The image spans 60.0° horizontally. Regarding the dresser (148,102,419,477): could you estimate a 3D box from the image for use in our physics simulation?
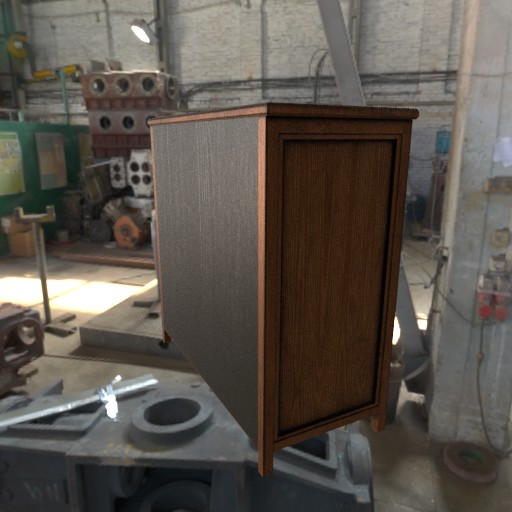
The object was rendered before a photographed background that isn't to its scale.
[{"bbox_3d":[0.000,0.000,2.013,0.591,1.224,1.250,-8,17,-27],"label":"dresser"}]
